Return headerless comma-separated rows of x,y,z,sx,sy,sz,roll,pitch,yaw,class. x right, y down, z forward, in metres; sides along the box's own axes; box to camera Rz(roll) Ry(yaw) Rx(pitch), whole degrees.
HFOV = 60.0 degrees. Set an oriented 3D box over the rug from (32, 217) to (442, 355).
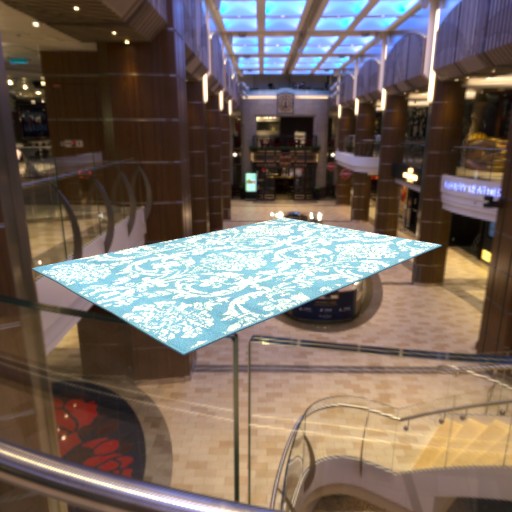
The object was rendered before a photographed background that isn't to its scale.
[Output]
0.000,0.000,2.342,1.211,0.012,1.833,15,21,43,rug
